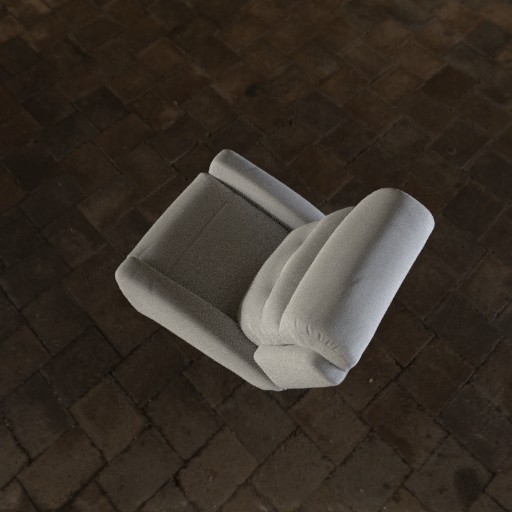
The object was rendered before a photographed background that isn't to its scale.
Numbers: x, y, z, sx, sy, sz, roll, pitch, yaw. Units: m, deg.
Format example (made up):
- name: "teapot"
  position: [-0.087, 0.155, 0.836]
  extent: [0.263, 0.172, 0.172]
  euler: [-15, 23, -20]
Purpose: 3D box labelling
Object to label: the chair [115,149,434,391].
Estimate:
- name: "chair"
  position: [0.000, 0.000, 1.806]
  extent: [1.043, 1.013, 0.798]
  euler: [31, 68, 14]
